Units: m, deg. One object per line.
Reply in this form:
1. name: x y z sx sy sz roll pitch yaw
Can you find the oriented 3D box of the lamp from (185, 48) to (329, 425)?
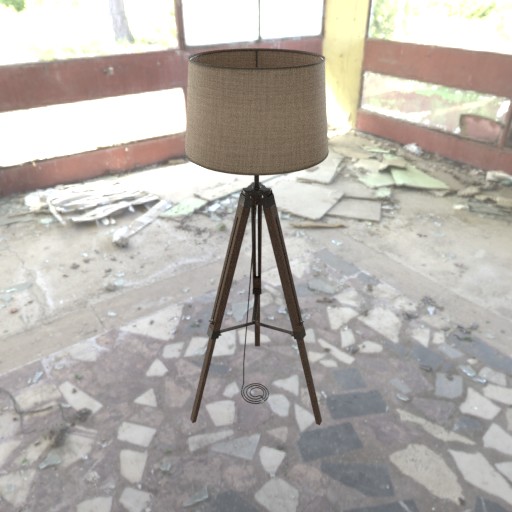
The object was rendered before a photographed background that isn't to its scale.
1. lamp: 0.000 0.000 1.812 0.604 1.510 0.587 0 32 0
